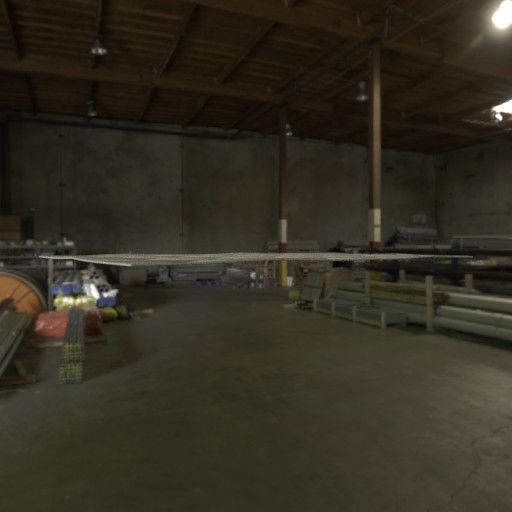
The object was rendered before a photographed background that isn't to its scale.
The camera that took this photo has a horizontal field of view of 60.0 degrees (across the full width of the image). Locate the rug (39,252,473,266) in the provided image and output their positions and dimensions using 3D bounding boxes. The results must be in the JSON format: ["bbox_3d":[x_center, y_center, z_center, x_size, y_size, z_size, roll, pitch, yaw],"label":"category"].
[{"bbox_3d":[0.000,0.000,4.206,3.333,0.027,2.428,-1,1,-36],"label":"rug"}]
